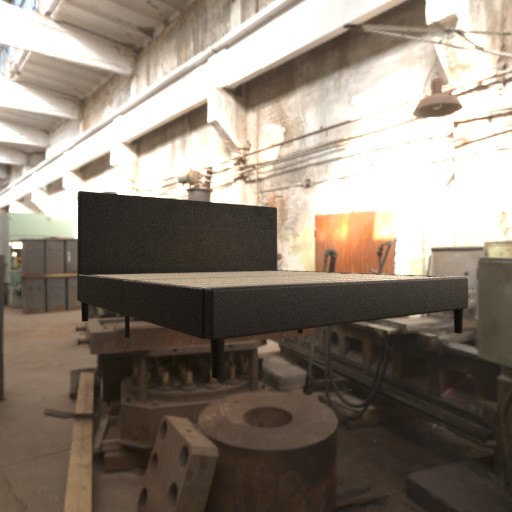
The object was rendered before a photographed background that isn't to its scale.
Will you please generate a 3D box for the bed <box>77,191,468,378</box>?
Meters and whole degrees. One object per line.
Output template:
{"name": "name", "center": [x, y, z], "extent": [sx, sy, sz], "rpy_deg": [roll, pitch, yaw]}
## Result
{"name": "bed", "center": [0.000, 0.000, 3.300], "extent": [2.018, 1.046, 2.152], "rpy_deg": [0, 0, -36]}
